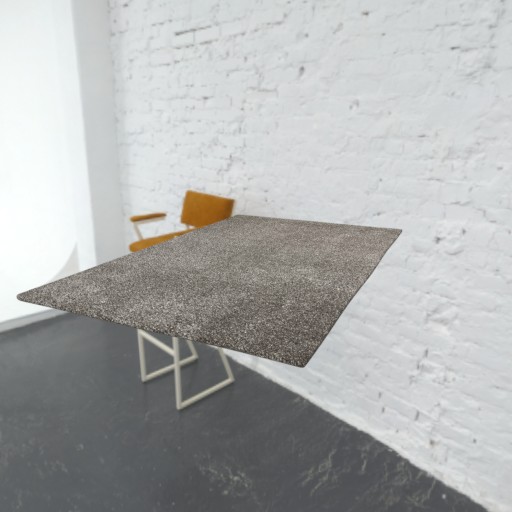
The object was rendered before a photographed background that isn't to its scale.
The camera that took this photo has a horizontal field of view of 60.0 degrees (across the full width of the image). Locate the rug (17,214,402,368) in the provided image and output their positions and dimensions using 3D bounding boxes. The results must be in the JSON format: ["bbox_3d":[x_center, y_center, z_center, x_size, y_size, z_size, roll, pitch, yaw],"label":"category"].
[{"bbox_3d":[0.000,0.000,2.875,1.501,0.025,2.352,8,18,24],"label":"rug"}]
